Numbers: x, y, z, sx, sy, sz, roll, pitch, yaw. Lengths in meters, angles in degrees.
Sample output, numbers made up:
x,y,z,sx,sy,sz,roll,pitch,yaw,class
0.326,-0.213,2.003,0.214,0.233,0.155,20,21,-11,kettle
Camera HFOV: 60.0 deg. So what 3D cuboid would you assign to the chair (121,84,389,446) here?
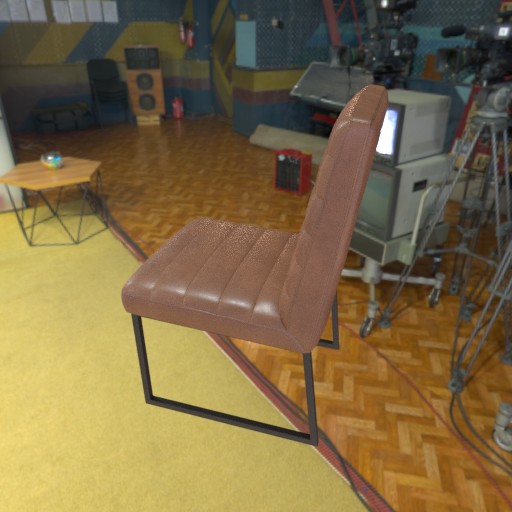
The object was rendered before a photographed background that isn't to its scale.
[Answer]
x,y,z,sx,sy,sz,roll,pitch,yaw,class
0.000,0.000,1.317,0.634,0.930,0.520,8,29,15,chair
